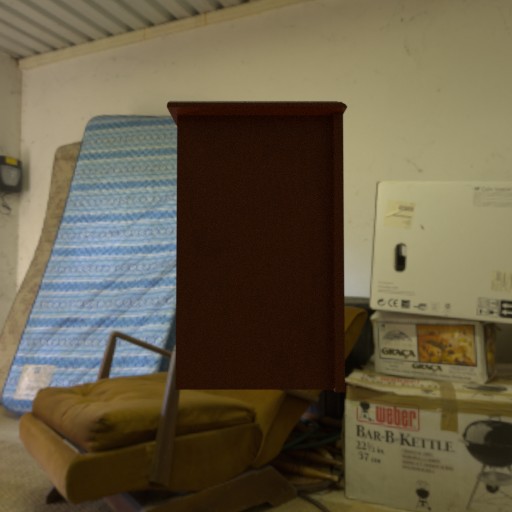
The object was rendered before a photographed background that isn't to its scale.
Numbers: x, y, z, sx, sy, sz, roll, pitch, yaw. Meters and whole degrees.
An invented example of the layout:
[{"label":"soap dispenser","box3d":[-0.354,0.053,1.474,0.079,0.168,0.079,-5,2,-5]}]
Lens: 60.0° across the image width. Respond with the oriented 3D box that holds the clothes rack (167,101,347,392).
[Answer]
[{"label":"clothes rack","box3d":[0.000,0.000,1.506,0.362,0.594,1.251,0,-2,0]}]
